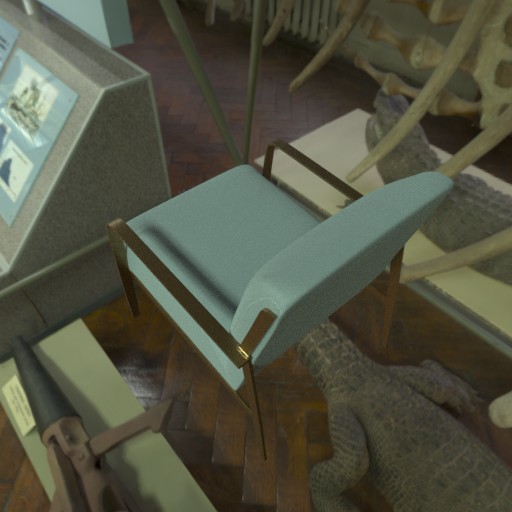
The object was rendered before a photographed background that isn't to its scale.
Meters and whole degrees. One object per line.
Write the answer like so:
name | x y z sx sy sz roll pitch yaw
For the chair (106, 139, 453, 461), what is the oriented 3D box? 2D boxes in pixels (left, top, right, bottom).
chair | 0.000 0.000 1.463 0.701 0.824 0.842 -33 55 -27
